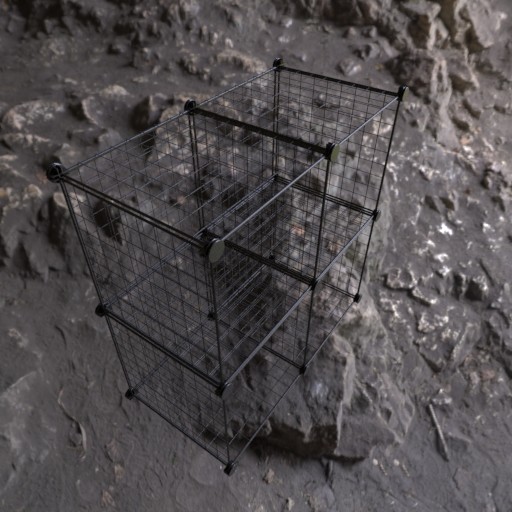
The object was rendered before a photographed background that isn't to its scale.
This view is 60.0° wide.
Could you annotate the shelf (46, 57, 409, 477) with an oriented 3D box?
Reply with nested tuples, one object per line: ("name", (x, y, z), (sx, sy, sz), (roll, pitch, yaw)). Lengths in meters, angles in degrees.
("shelf", (0.000, 0.000, 1.106), (0.356, 0.711, 0.711), (25, 47, 26))
